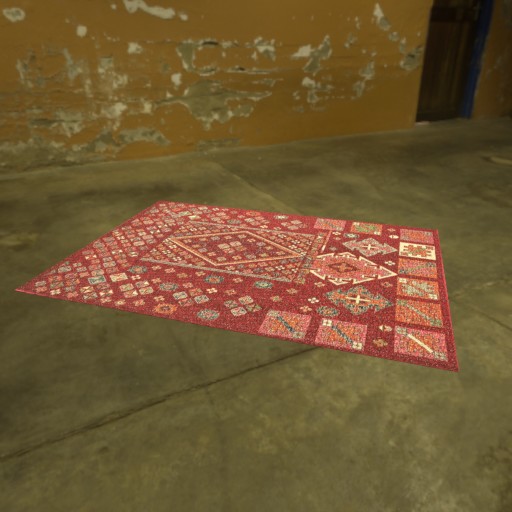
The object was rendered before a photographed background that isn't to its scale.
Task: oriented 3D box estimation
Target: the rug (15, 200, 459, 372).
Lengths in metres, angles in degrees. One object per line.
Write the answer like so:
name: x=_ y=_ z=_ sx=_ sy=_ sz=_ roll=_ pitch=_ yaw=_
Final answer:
rug: x=0.000 y=0.000 z=2.732 sx=2.184 sy=0.007 sz=1.579 roll=8 pitch=26 yaw=16
